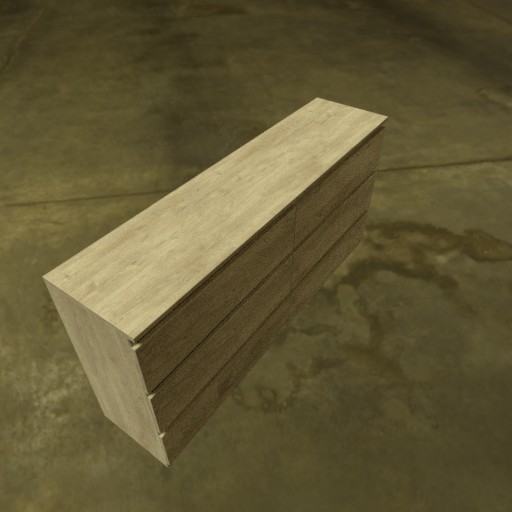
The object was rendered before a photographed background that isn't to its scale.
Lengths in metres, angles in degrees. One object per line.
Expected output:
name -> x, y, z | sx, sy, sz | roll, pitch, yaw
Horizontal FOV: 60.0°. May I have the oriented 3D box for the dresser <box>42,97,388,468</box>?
dresser -> 0.000, 0.000, 1.941 | 0.390, 0.795, 1.590 | 25, 48, 26
